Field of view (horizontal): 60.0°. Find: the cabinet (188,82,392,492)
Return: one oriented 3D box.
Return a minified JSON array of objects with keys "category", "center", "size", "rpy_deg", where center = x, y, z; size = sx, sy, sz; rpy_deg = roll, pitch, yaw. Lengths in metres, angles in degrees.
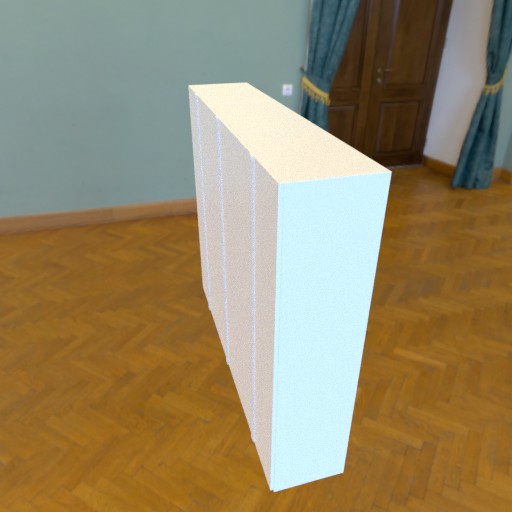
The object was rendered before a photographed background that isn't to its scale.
[{"category":"cabinet","center":[0.000,0.000,3.799],"size":[0.590,2.370,2.700],"rpy_deg":[-8,31,-14]}]
